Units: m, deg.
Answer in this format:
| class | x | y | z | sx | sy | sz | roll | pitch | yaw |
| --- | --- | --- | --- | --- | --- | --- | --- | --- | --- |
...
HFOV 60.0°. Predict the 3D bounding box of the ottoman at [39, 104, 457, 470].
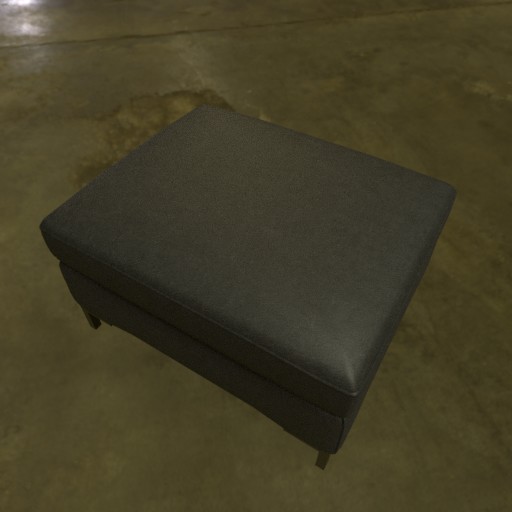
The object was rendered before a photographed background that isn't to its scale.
| class | x | y | z | sx | sy | sz | roll | pitch | yaw |
| --- | --- | --- | --- | --- | --- | --- | --- | --- | --- |
| ottoman | 0.000 | 0.000 | 1.759 | 1.187 | 0.696 | 0.967 | 24 | 52 | 21 |
